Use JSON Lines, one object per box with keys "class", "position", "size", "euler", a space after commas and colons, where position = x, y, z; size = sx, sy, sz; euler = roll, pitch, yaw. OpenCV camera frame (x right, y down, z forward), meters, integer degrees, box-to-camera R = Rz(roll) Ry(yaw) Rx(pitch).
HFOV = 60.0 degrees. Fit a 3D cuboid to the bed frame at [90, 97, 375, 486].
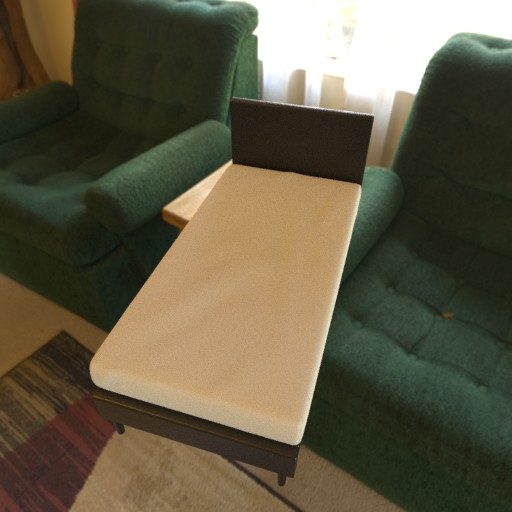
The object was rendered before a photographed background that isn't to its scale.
{"class": "bed frame", "position": [0.000, 0.000, 2.530], "size": [1.038, 1.046, 2.152], "euler": [12, 42, 13]}
